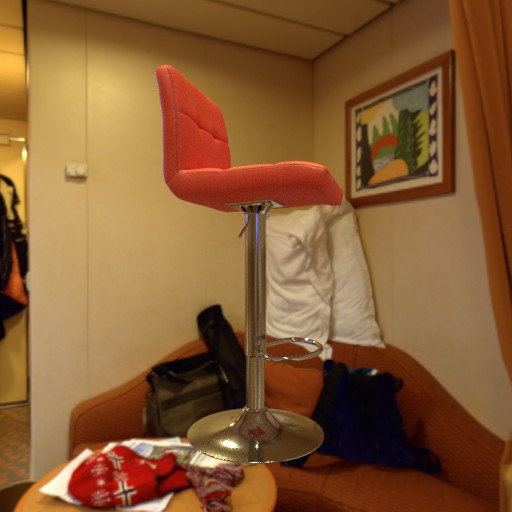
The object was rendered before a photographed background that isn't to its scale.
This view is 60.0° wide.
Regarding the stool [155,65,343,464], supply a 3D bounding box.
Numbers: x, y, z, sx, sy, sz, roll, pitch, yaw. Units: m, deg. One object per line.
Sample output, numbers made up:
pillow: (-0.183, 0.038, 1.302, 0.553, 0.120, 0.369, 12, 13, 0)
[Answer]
stool: (0.000, 0.000, 1.392, 0.505, 1.115, 0.430, 0, 0, 17)
